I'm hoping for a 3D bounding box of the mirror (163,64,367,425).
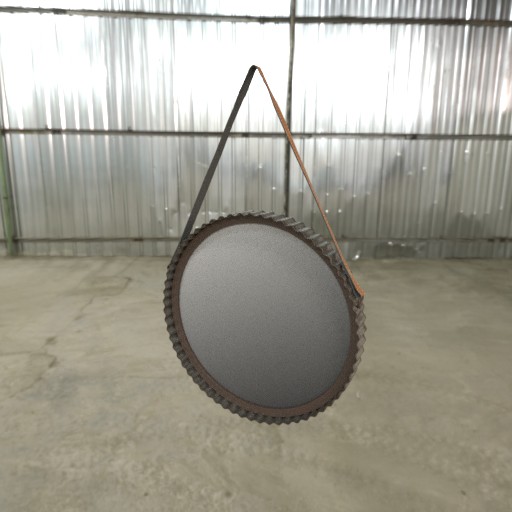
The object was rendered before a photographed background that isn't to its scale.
[{"bbox_3d":[0.000,0.000,0.707,0.355,0.568,0.042,7,15,27],"label":"mirror"}]
